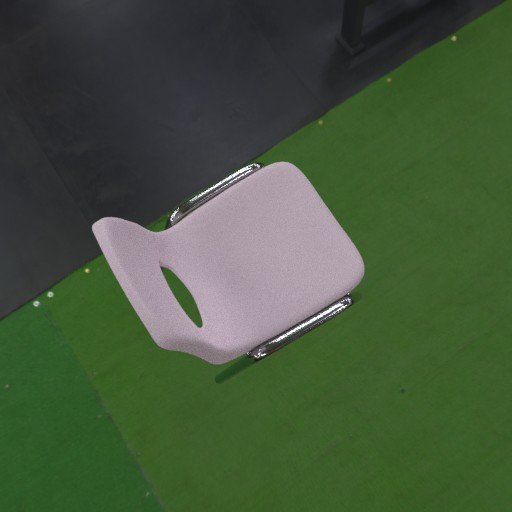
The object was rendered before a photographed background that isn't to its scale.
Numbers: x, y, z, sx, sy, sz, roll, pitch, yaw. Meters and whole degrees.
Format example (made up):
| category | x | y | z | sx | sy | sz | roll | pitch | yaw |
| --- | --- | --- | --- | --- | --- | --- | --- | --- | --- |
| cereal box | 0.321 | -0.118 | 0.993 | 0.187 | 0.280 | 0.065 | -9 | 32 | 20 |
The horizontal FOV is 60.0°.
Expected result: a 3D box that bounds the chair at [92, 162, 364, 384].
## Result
| category | x | y | z | sx | sy | sz | roll | pitch | yaw |
| --- | --- | --- | --- | --- | --- | --- | --- | --- | --- |
| chair | 0.000 | 0.000 | 0.854 | 0.423 | 0.586 | 0.354 | -31 | 78 | -7 |
